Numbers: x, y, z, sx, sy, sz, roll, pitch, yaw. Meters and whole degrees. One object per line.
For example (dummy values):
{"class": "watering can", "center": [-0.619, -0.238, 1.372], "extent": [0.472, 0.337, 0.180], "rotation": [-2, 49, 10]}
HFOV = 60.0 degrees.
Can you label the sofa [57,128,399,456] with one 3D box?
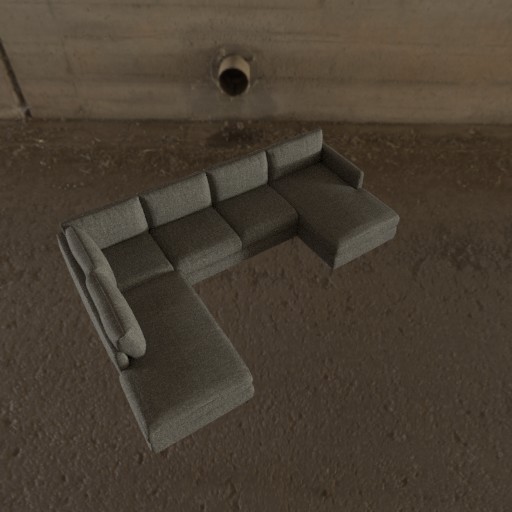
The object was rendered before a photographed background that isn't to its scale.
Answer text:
{"class": "sofa", "center": [0.000, 0.000, 3.685], "extent": [2.737, 0.756, 1.879], "rotation": [-25, 52, -21]}
